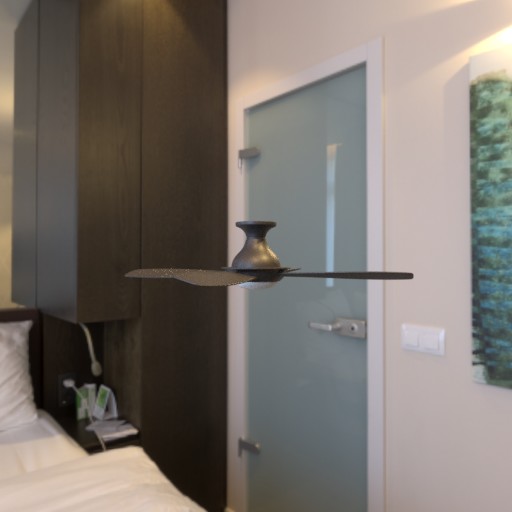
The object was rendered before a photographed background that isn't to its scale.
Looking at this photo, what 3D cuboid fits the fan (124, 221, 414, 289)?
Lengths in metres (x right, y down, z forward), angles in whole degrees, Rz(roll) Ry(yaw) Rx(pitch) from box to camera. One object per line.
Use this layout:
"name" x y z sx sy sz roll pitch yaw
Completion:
"fan" 0.000 0.000 2.529 1.694 0.382 1.694 0 0 19
